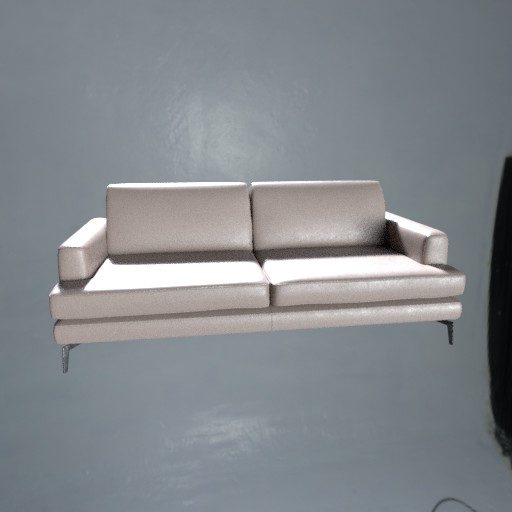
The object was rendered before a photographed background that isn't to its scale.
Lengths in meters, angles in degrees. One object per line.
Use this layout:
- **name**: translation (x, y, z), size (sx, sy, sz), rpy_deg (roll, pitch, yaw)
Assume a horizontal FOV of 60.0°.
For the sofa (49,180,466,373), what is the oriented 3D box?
- **sofa**: translation (0.000, 0.000, 2.459), size (1.940, 0.765, 0.974), rpy_deg (-2, 15, -8)
